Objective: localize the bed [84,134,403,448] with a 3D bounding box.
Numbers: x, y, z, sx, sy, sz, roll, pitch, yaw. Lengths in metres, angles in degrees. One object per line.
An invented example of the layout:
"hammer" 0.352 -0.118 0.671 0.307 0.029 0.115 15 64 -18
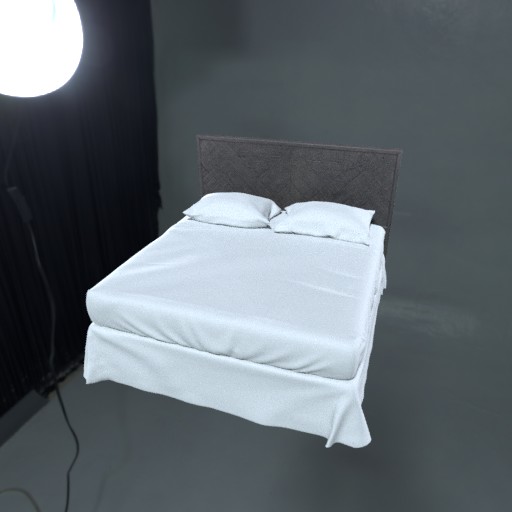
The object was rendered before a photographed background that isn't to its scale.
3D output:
"bed" 0.000 0.000 2.932 1.772 1.142 1.785 9 28 17
